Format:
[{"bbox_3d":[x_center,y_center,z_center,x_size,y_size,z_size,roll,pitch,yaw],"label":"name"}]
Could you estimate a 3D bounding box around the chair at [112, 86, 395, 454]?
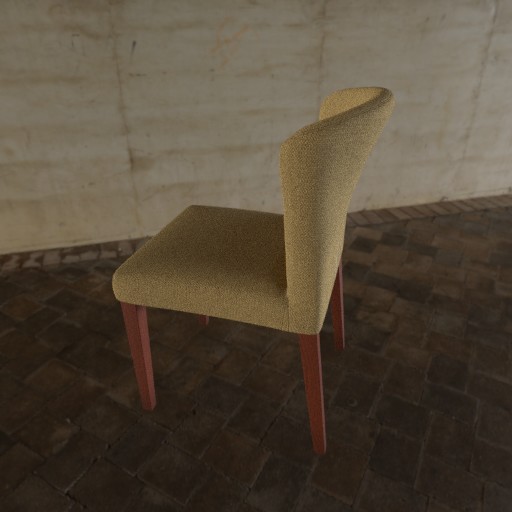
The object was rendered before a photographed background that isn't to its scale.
[{"bbox_3d":[0.000,0.000,1.165,0.589,0.839,0.491,8,29,14],"label":"chair"}]
